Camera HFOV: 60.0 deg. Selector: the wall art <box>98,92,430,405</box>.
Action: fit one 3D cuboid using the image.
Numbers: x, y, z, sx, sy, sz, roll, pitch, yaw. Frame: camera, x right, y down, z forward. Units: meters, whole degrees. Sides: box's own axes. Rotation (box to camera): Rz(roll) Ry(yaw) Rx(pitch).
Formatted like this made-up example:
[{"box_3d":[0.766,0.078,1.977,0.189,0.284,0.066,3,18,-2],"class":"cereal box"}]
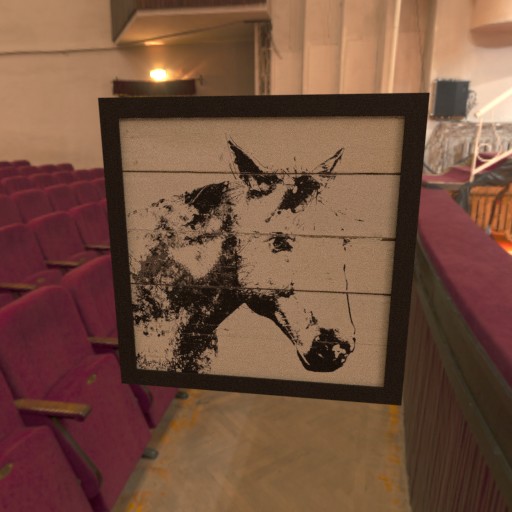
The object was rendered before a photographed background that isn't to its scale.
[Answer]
[{"box_3d":[0.000,0.000,1.488,1.016,1.016,0.038,2,14,8],"class":"wall art"}]
